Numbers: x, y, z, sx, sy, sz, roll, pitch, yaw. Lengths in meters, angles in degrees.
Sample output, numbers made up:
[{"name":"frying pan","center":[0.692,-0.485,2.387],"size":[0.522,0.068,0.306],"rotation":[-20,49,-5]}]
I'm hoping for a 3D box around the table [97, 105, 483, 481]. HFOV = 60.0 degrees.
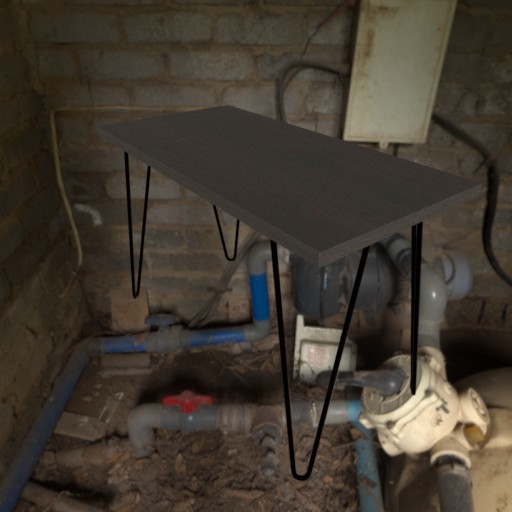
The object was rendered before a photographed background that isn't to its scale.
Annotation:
[{"name":"table","center":[0.000,0.000,1.352],"size":[0.499,0.660,0.991],"rotation":[-21,37,-31]}]
